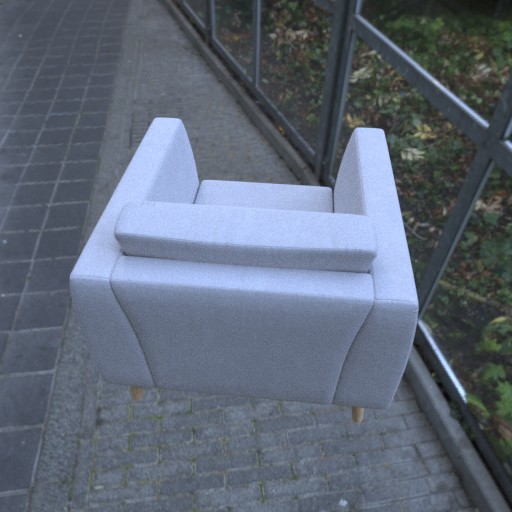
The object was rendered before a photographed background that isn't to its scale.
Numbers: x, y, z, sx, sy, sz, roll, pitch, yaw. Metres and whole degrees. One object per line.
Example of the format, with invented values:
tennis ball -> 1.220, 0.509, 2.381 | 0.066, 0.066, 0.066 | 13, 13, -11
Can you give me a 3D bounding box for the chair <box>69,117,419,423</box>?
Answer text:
chair -> 0.000, 0.000, 1.693 | 1.000, 0.860, 0.930 | 4, 45, 4
